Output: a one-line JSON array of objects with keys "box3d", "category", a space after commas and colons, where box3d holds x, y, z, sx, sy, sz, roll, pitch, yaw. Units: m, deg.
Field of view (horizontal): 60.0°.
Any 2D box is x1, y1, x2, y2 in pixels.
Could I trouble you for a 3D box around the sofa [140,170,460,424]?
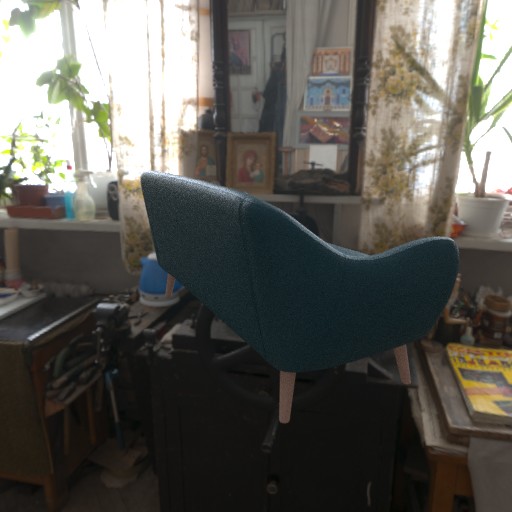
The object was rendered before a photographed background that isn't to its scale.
[{"box3d": [0.000, 0.000, 2.283, 0.820, 0.836, 1.840, -7, 16, -26], "category": "sofa"}]
